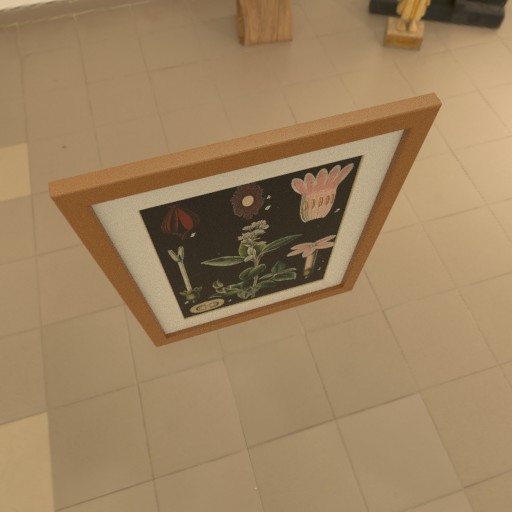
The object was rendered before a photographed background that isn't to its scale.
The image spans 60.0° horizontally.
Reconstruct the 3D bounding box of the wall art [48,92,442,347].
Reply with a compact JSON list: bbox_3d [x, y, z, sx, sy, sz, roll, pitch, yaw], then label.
[{"bbox_3d":[0.000,0.000,0.505,0.310,0.379,0.015,-15,63,-8],"label":"wall art"}]
